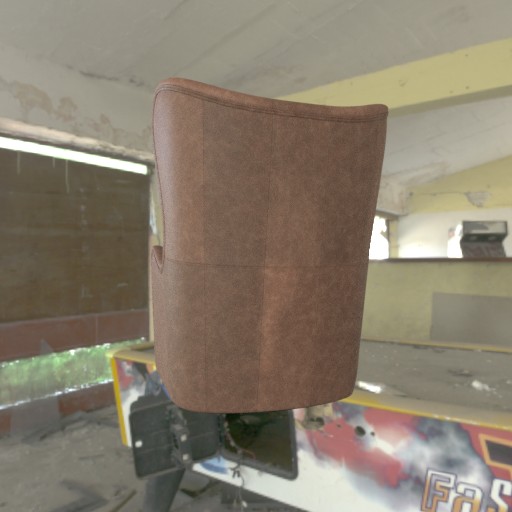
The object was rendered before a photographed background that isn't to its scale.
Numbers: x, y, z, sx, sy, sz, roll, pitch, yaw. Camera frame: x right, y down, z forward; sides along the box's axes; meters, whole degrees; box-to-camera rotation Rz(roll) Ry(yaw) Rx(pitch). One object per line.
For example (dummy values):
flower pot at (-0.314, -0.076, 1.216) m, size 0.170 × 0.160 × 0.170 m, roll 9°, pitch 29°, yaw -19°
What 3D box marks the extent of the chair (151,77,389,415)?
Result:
chair at (0.000, 0.000, 1.743) m, size 0.831 × 1.079 × 0.930 m, roll 0°, pitch -1°, yaw -18°
